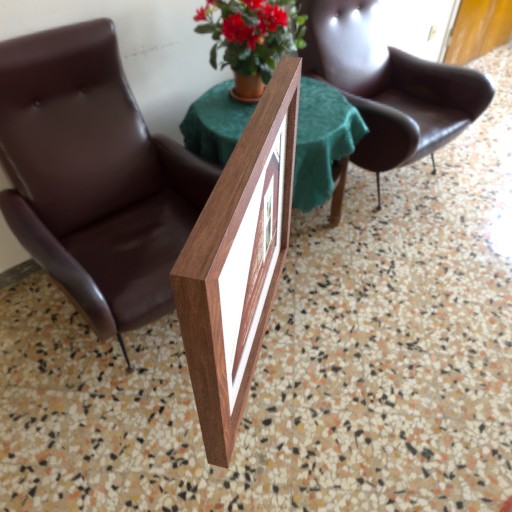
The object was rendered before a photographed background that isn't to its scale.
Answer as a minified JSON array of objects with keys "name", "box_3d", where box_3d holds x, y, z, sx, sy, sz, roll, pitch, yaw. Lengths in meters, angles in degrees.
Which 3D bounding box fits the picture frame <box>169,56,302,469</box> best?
[{"name":"picture frame","box_3d":[0.000,0.000,0.536,0.025,0.330,0.381,10,46,10]}]
